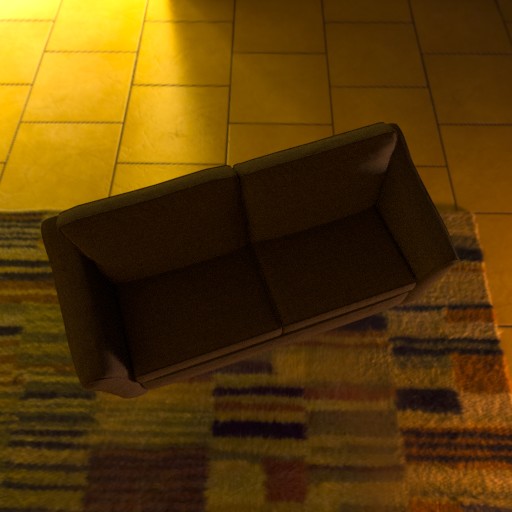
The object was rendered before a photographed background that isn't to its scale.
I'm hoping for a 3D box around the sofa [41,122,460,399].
[{"bbox_3d":[0.000,0.000,2.701,2.270,0.950,0.971,-17,64,-9],"label":"sofa"}]
